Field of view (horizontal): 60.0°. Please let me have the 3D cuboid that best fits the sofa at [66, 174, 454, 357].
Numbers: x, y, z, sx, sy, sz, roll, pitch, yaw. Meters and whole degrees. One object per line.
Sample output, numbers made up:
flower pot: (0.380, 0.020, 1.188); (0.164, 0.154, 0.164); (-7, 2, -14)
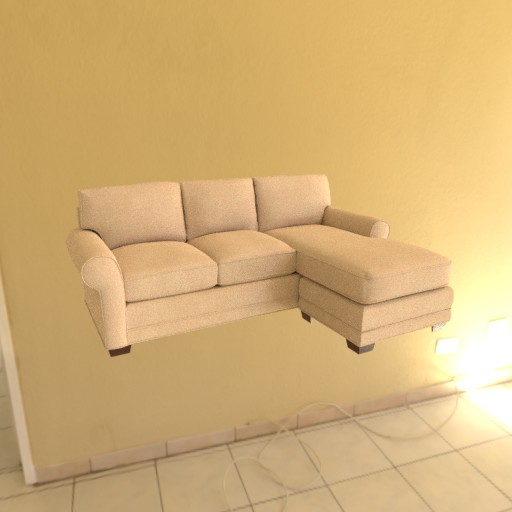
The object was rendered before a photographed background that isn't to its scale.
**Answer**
sofa: (0.000, 0.000, 2.361); (1.770, 0.734, 1.226); (-8, 18, -27)
